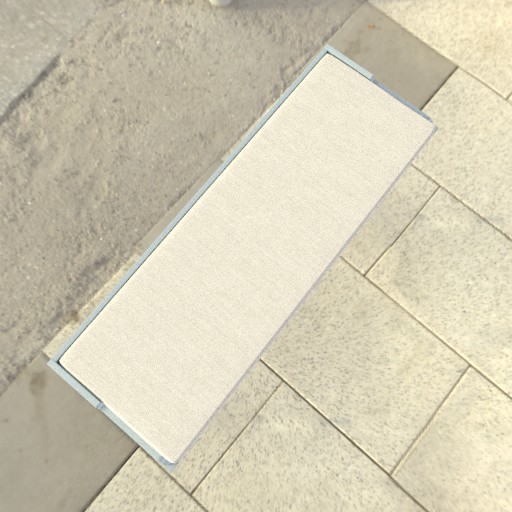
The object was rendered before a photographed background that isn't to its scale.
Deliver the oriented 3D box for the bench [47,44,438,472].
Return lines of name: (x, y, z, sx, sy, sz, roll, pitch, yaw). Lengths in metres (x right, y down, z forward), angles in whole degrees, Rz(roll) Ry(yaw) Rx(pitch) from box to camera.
bench: (0.000, 0.000, 1.367, 0.398, 0.501, 1.140, 38, 80, 8)
